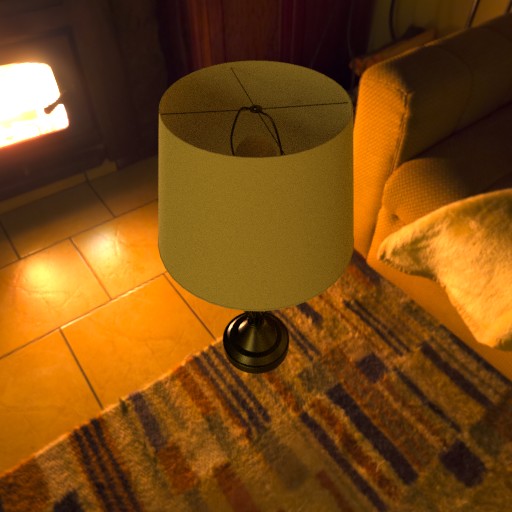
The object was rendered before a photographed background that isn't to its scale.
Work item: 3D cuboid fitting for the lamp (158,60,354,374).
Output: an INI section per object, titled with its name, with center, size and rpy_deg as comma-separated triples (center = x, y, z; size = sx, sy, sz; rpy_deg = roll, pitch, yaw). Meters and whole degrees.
[lamp]
center = 0.000, 0.000, 0.799
size = 0.331, 0.594, 0.331
rpy_deg = 0, 47, 0
